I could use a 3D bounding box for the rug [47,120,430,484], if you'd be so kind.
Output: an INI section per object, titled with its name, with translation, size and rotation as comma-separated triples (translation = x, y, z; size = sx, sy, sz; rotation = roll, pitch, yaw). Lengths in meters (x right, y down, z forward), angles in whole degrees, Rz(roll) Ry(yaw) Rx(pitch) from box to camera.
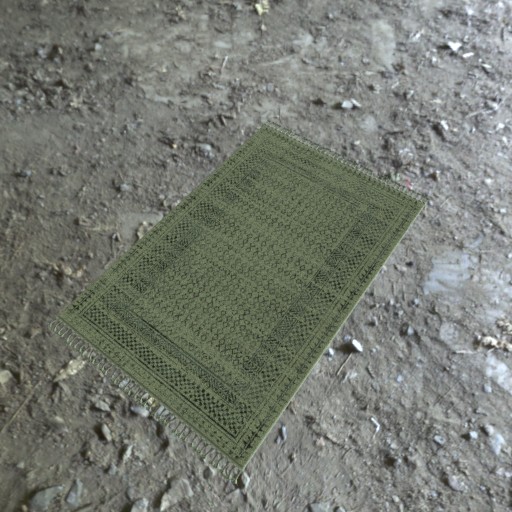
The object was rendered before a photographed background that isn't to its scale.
[rug]
translation = 0.000, 0.000, 3.132
size = 1.548, 0.013, 2.486
rotation = 32, 62, 19
